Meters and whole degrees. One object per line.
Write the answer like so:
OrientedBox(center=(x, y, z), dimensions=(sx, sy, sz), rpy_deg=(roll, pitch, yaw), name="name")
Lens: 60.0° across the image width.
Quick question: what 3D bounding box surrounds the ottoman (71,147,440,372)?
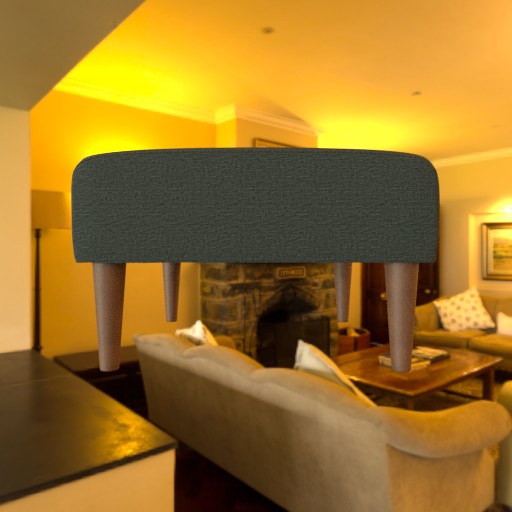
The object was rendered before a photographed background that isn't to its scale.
OrientedBox(center=(0.000, 0.000, 1.059), dimensions=(0.649, 0.398, 0.650), rpy_deg=(0, 0, 1), name="ottoman")
